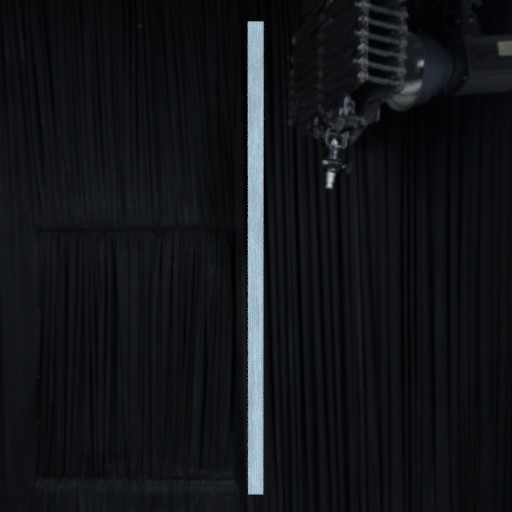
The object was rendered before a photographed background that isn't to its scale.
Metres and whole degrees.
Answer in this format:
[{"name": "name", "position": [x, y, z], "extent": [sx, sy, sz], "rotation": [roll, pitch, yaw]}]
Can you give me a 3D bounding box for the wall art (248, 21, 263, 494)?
[{"name": "wall art", "position": [0.000, 0.000, 0.815], "extent": [0.020, 0.613, 0.481], "rotation": [0, 2, 0]}]
